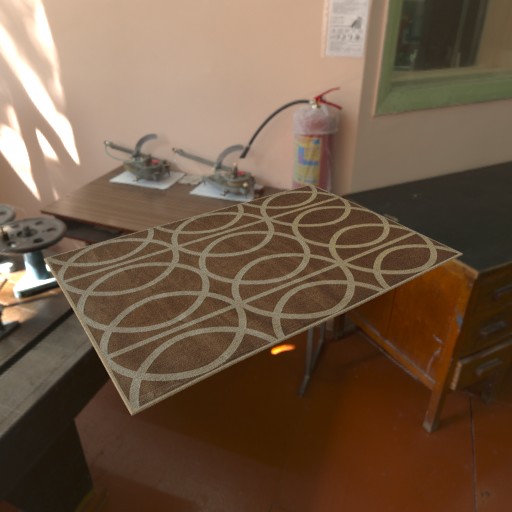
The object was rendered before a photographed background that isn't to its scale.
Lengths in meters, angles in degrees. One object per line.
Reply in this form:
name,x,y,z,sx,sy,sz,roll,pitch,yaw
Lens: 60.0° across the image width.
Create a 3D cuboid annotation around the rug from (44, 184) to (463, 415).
rug,0.000,0.000,2.896,2.290,0.014,1.526,-19,36,-30
